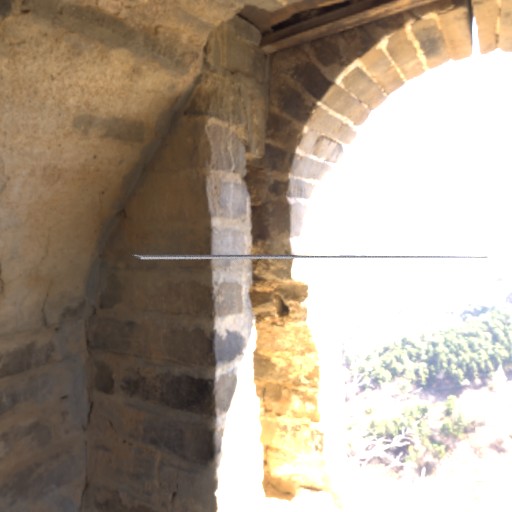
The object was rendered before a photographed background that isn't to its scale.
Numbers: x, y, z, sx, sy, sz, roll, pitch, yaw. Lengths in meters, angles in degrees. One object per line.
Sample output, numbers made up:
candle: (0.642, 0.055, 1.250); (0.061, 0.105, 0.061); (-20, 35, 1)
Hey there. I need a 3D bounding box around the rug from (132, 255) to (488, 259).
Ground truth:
rug: (0.000, 0.000, 2.864); (1.522, 0.008, 2.284); (0, 0, -17)
